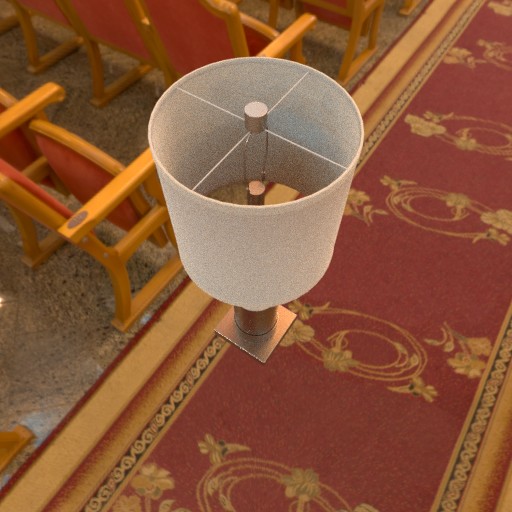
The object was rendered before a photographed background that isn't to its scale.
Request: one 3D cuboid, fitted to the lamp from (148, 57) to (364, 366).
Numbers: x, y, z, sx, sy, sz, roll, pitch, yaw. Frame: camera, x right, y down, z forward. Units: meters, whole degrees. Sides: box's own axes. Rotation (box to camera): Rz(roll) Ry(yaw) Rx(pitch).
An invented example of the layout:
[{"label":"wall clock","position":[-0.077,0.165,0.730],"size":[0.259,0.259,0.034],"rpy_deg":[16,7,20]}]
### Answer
[{"label":"lamp","position":[0.000,0.000,0.620],"size":[0.202,0.509,0.202],"rpy_deg":[30,63,17]}]
